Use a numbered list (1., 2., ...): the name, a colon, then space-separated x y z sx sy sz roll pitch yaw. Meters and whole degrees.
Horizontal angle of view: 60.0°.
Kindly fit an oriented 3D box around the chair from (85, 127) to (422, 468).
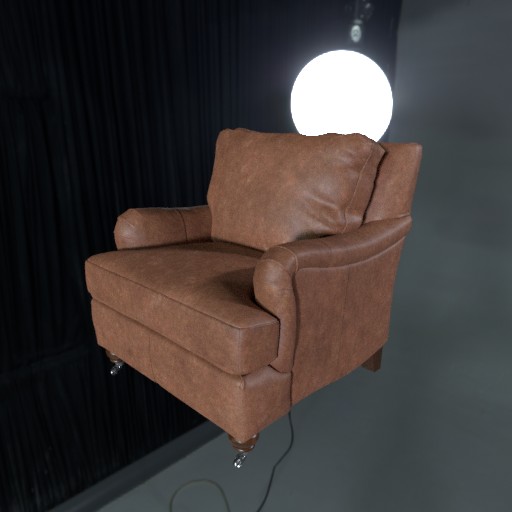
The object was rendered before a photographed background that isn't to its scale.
1. chair: 0.000 0.000 1.916 0.986 1.055 1.158 16 23 41
